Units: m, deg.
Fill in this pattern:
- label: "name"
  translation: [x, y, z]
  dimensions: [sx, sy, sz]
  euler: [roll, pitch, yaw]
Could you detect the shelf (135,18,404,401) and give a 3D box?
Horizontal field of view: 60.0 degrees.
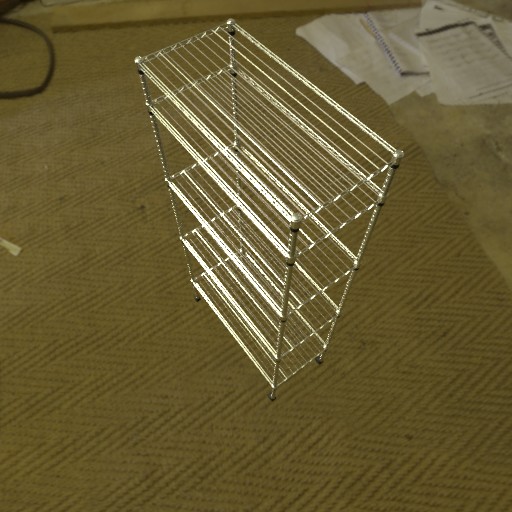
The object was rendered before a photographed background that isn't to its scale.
- label: "shelf"
  translation: [0.000, 0.000, 1.865]
  dimensions: [0.356, 1.587, 0.762]
  euler: [-32, 63, -19]
